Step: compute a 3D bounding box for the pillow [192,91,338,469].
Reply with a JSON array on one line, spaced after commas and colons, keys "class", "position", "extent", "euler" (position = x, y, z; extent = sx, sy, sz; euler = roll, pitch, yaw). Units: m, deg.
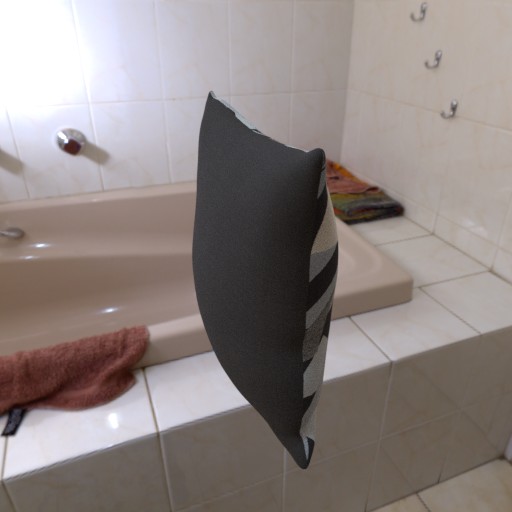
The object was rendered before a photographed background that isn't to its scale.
[{"class": "pillow", "position": [0.000, 0.000, 0.775], "extent": [0.208, 0.496, 0.503], "euler": [-9, 30, -16]}]
